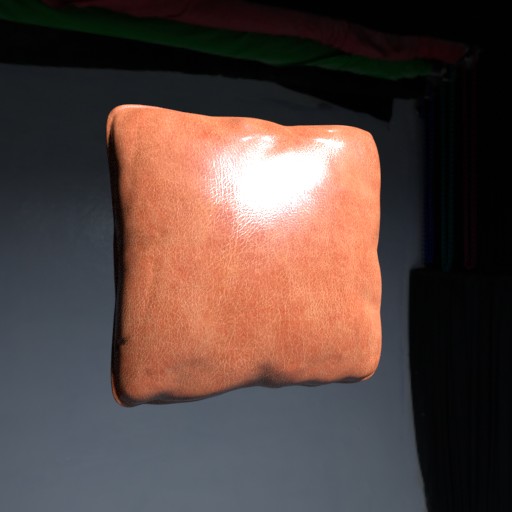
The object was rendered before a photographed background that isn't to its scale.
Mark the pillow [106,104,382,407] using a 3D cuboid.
[{"bbox_3d":[0.000,0.000,0.828,0.532,0.523,0.236,0,0,-18],"label":"pillow"}]
